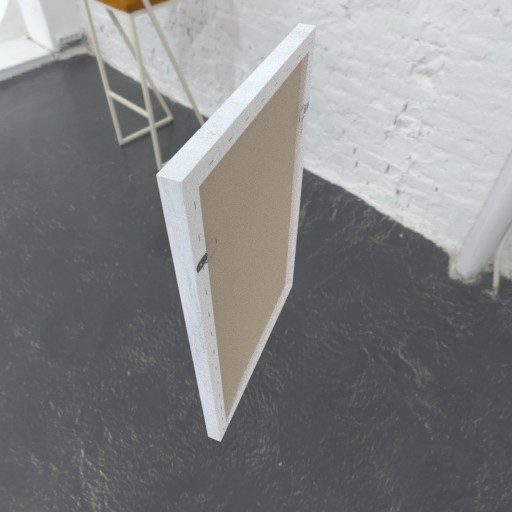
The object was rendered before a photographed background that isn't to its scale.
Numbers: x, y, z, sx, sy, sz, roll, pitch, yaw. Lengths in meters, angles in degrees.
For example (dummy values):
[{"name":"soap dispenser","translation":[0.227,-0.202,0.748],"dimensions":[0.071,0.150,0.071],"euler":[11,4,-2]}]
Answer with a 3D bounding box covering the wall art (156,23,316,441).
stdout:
[{"name":"wall art","translation":[0.000,0.000,1.135],"dimensions":[0.043,0.914,0.624],"euler":[17,49,15]}]
